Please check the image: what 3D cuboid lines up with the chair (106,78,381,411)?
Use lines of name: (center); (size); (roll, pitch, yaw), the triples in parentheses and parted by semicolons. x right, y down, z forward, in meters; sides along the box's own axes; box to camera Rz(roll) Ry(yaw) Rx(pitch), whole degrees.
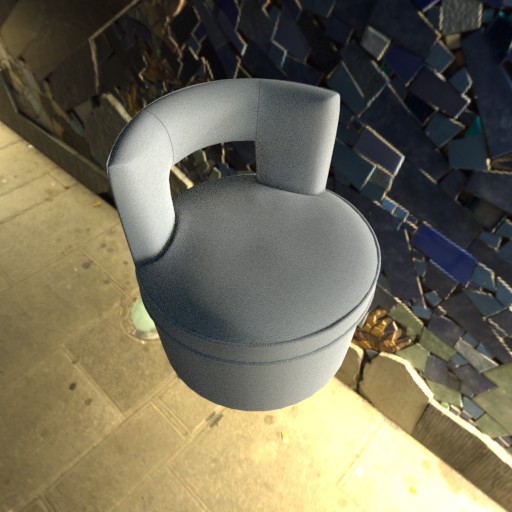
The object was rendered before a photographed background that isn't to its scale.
chair: (0.000, 0.000, 1.223); (0.650, 0.723, 0.665); (-24, 51, -21)
